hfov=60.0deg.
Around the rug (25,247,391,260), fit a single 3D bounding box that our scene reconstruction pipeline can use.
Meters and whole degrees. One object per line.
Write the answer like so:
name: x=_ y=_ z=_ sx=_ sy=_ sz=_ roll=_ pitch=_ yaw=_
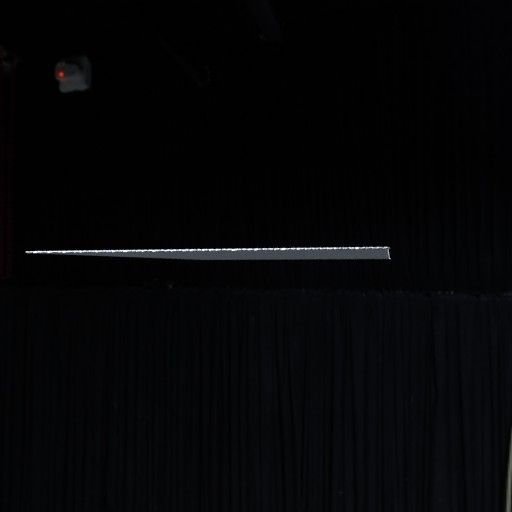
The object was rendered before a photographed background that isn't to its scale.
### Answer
rug: x=0.000 y=0.000 z=3.980 sx=2.312 sy=0.013 sz=2.940 roll=0 pitch=-1 yaw=17
